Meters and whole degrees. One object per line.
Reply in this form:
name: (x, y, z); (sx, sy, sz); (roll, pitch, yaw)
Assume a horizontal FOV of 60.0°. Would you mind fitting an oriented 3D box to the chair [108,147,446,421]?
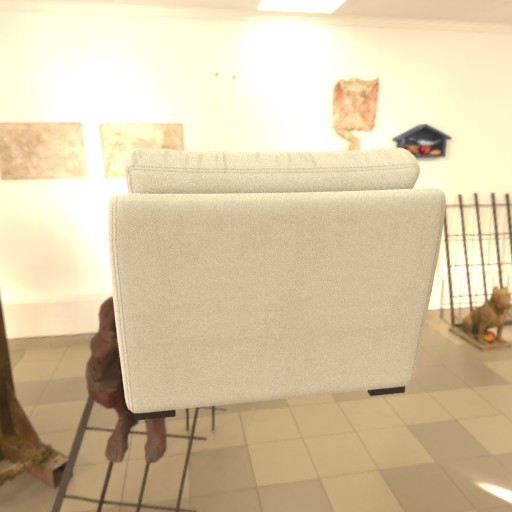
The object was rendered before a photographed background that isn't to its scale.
chair: (0.000, 0.000, 1.950); (1.140, 0.930, 1.158); (-3, 14, -10)
